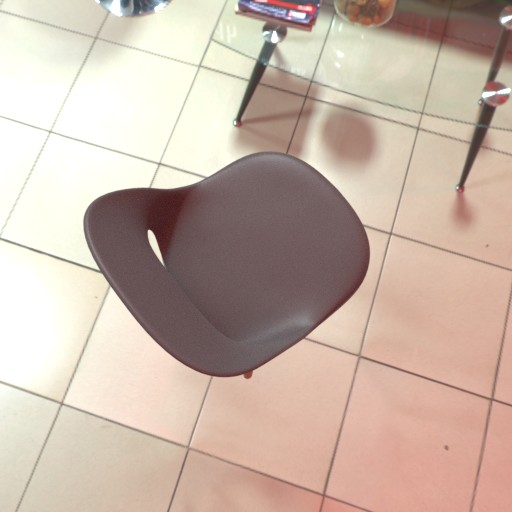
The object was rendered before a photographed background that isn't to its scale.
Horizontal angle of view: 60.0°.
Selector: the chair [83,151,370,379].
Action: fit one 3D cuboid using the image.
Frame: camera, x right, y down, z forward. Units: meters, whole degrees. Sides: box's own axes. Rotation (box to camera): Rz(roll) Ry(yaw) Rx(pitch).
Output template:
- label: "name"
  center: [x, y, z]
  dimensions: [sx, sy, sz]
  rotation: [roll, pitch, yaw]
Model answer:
- label: "chair"
  center: [0.000, 0.000, 1.132]
  dimensions: [0.556, 0.795, 0.470]
  rotation: [-38, 79, -9]
